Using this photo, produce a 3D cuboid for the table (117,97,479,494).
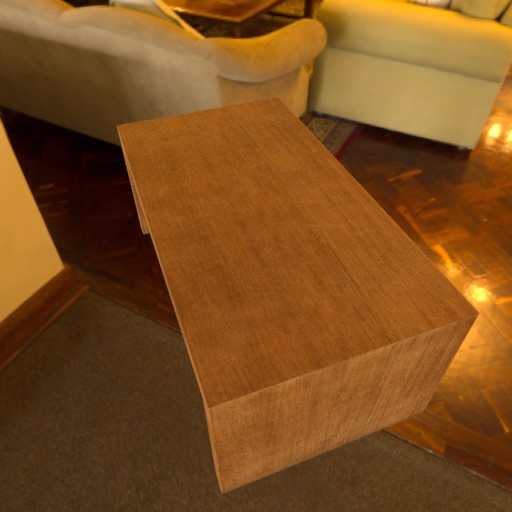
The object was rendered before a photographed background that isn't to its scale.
[{"bbox_3d":[0.000,0.000,1.269,0.549,0.419,1.000,-15,47,-15],"label":"table"}]
